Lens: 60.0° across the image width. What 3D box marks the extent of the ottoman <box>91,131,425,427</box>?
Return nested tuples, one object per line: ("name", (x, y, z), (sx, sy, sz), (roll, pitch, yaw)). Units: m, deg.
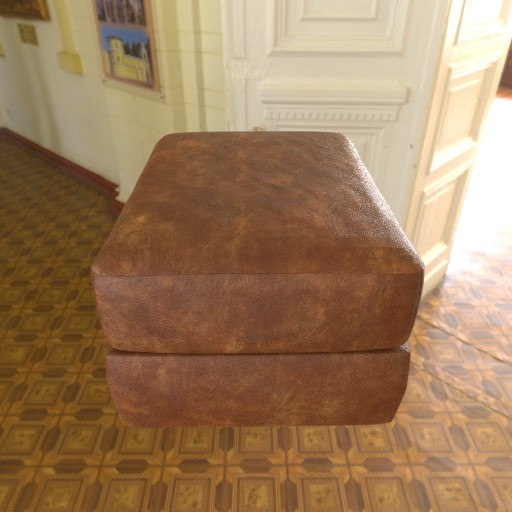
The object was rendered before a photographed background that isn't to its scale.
("ottoman", (0.000, 0.000, 1.140), (0.603, 0.476, 0.751), (0, 33, -1))
